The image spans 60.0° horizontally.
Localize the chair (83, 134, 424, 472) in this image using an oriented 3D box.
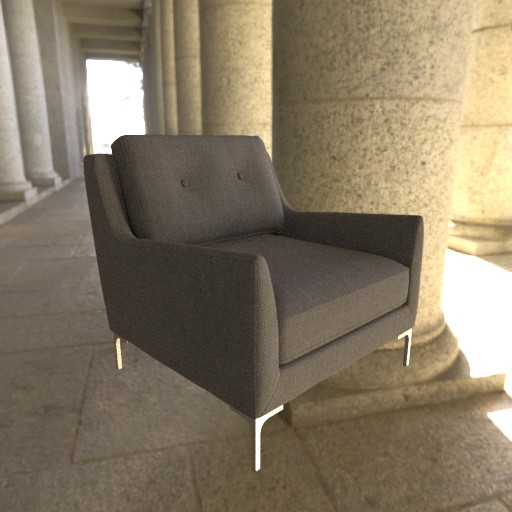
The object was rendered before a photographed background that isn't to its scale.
[{"bbox_3d":[0.000,0.000,1.556,0.847,0.828,0.849,-14,20,-42],"label":"chair"}]
